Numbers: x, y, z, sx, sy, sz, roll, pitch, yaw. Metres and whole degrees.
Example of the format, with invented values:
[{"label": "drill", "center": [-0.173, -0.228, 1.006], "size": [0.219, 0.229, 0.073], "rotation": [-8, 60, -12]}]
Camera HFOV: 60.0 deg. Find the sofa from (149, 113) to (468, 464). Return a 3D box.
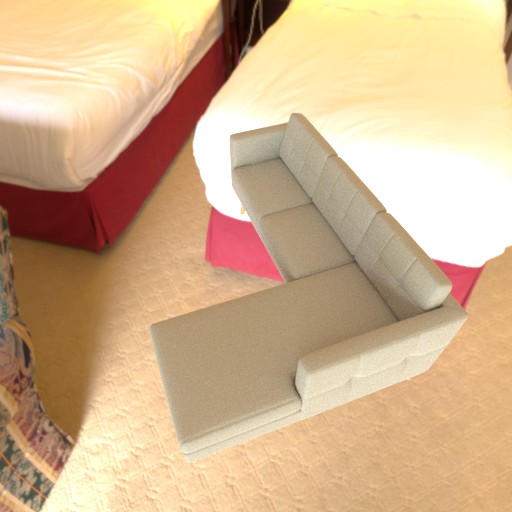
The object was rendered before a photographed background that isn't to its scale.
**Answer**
[{"label": "sofa", "center": [0.000, 0.000, 2.865], "size": [1.530, 0.860, 2.040], "rotation": [-16, 49, -14]}]
